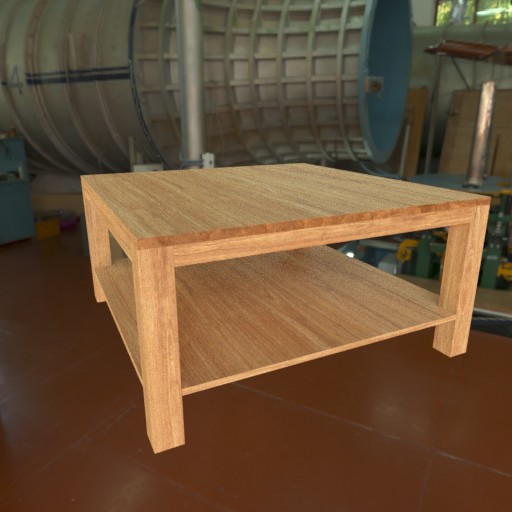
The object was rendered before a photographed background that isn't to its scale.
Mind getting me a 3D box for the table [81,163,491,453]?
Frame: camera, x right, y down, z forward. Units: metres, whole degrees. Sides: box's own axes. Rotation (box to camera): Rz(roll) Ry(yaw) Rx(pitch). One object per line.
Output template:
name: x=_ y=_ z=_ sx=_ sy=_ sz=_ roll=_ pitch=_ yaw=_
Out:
table: x=0.000 y=0.000 z=1.398 sx=0.900 sy=0.450 sz=0.900 roll=-9 pitch=20 yaw=-25
